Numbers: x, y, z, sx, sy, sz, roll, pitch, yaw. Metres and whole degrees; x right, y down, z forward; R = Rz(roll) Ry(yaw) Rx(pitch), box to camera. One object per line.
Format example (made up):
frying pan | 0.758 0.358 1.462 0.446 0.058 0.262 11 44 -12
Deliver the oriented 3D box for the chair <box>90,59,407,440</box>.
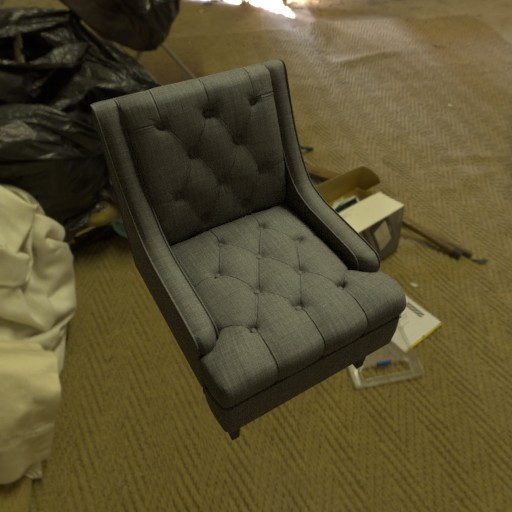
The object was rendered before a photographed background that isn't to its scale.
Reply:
chair | 0.000 0.000 1.424 0.655 0.891 0.771 -23 50 -21
